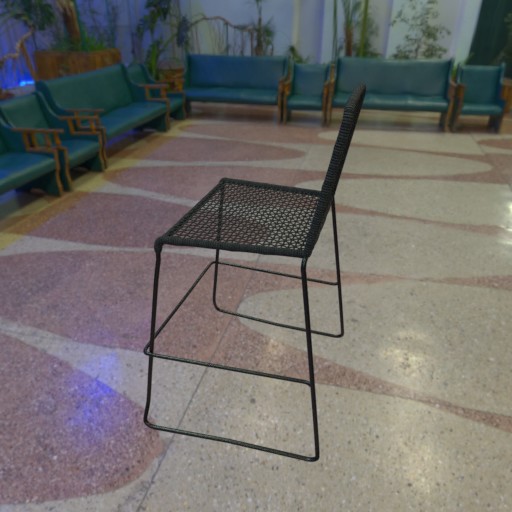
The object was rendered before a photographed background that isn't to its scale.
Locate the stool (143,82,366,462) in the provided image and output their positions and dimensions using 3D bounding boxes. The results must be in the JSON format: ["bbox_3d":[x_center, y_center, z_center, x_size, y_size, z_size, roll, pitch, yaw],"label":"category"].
[{"bbox_3d":[0.000,0.000,1.241,0.509,0.905,0.590,8,31,15],"label":"stool"}]
